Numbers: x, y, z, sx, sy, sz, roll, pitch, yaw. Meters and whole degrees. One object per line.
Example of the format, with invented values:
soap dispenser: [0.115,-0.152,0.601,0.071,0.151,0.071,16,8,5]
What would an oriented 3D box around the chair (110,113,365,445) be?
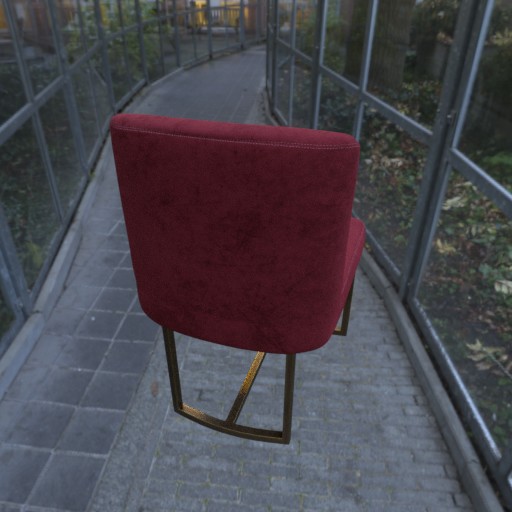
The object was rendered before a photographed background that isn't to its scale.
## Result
chair: [0.000,0.000,1.182,0.530,0.824,0.560,10,33,16]
